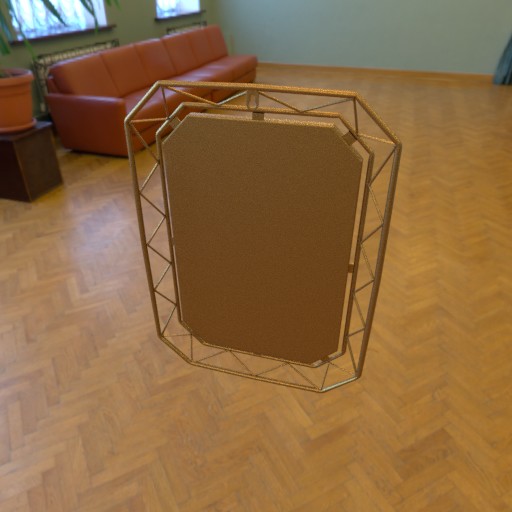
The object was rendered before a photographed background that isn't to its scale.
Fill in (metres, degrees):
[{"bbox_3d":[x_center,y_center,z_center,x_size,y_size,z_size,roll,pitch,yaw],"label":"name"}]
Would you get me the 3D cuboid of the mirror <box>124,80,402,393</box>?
[{"bbox_3d":[0.000,0.000,0.758,0.417,0.566,0.042,9,33,13],"label":"mirror"}]
